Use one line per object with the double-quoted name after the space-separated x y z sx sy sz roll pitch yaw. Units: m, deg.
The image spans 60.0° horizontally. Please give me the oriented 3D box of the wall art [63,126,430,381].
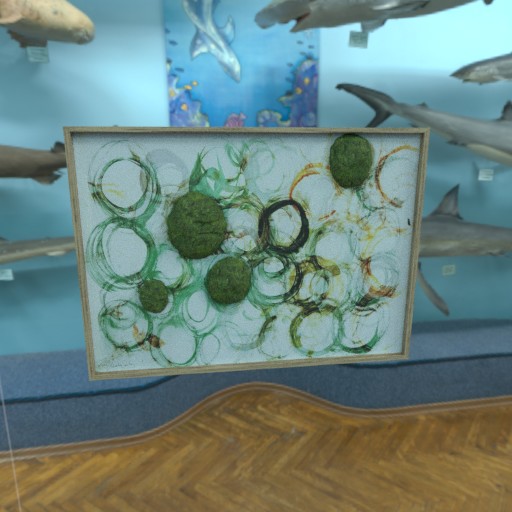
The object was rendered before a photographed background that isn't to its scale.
0.000 0.000 1.092 0.841 0.609 0.063 -2 15 -7 "wall art"
